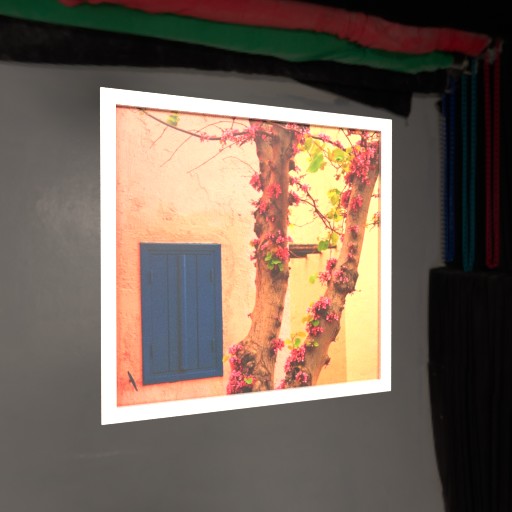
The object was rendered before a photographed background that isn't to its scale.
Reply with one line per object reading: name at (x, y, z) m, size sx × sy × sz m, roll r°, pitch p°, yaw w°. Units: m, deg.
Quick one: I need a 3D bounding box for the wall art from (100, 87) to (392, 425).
wall art at (0.000, 0.000, 0.462) m, size 0.305 × 0.302 × 0.038 m, roll 0°, pitch 1°, yaw -19°
